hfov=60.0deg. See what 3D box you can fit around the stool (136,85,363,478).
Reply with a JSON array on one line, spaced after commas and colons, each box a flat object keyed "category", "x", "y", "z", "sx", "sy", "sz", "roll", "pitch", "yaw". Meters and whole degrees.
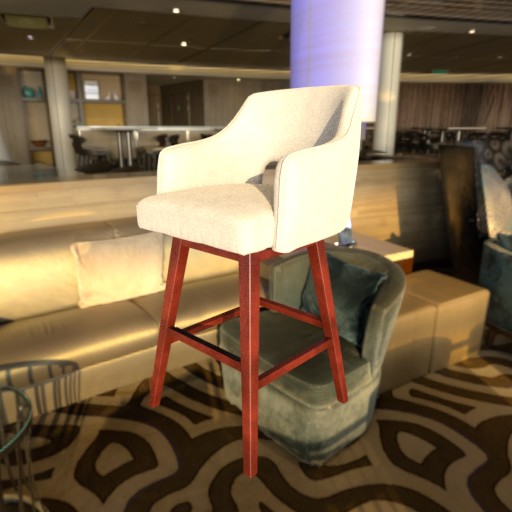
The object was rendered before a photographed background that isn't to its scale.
[{"category": "stool", "x": 0.000, "y": 0.000, "z": 1.371, "sx": 0.548, "sy": 1.012, "sz": 0.558, "roll": 15, "pitch": 21, "yaw": 41}]
